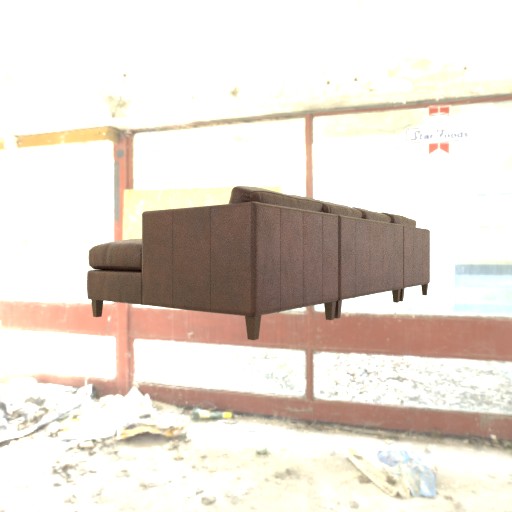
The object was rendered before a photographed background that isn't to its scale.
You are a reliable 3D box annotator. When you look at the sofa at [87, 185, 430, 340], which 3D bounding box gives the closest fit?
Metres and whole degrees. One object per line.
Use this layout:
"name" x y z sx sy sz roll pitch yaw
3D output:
"sofa" 0.000 0.000 4.406 2.452 0.891 3.324 0 0 37
